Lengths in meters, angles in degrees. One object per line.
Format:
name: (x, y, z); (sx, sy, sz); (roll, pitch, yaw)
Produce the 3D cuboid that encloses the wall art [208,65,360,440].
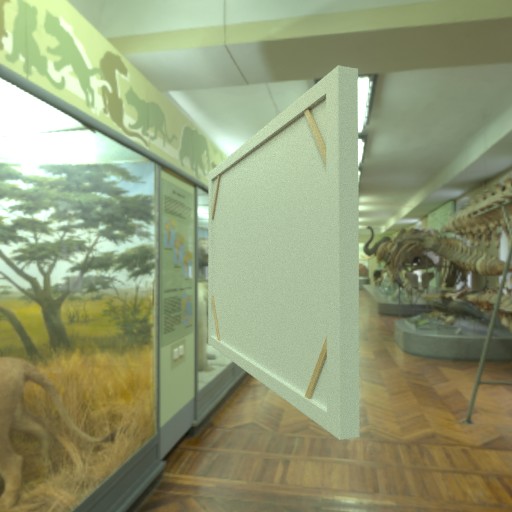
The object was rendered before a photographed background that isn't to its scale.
wall art: (0.000, 0.000, 1.157); (0.038, 0.609, 0.914); (0, -1, -19)
